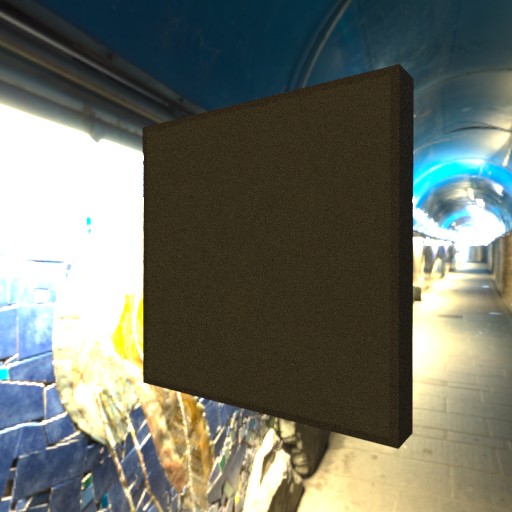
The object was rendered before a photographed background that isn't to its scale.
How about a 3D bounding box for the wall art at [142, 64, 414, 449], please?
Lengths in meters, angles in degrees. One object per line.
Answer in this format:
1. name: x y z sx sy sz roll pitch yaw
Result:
1. wall art: 0.000 0.000 0.453 0.304 0.303 0.038 0 1 36
